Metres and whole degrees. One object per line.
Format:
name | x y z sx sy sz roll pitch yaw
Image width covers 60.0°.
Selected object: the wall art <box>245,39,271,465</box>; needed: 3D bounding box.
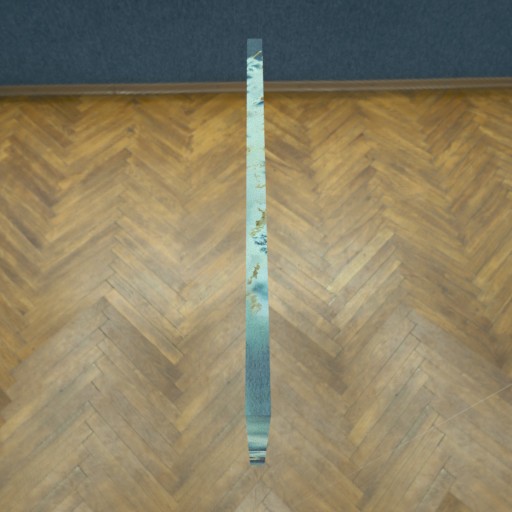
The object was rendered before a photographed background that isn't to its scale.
wall art | 0.000 0.000 1.139 0.038 0.608 0.912 0 59 0
